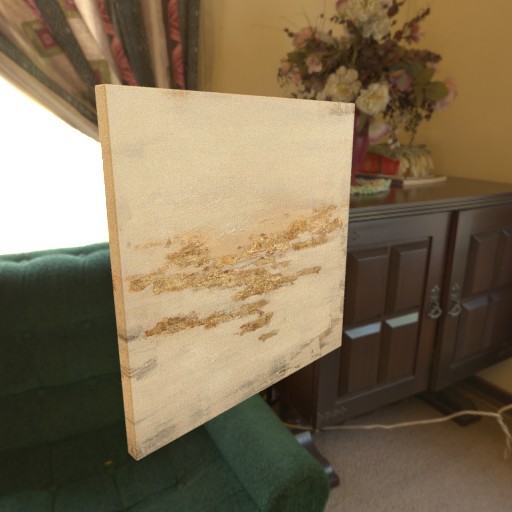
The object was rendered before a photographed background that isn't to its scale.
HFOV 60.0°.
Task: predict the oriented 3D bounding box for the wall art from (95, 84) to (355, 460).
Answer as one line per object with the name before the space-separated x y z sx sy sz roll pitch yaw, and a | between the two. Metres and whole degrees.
wall art | 0.000 0.000 1.113 0.753 0.755 0.038 -15 22 -43
